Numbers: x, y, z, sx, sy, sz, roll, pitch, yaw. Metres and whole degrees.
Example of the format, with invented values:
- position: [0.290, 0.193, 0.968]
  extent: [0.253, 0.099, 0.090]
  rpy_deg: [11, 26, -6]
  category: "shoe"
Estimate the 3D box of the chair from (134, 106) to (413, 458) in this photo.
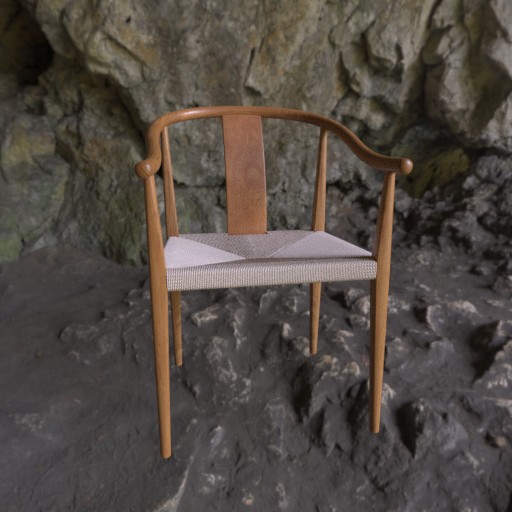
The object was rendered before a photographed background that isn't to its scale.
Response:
- position: [0.000, 0.000, 1.202]
  extent: [0.556, 0.800, 0.579]
  rpy_deg: [-3, 16, -10]
  category: "chair"
